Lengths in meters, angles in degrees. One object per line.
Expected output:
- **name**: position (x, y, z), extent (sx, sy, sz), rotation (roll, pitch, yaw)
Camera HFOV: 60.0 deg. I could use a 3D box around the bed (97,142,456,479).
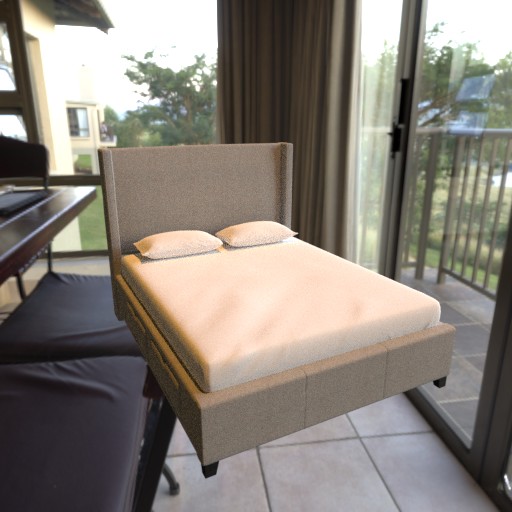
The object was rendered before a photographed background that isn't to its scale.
- **bed**: position (0.000, 0.000, 3.300), extent (1.774, 1.491, 2.222), rotation (-9, 20, -26)
